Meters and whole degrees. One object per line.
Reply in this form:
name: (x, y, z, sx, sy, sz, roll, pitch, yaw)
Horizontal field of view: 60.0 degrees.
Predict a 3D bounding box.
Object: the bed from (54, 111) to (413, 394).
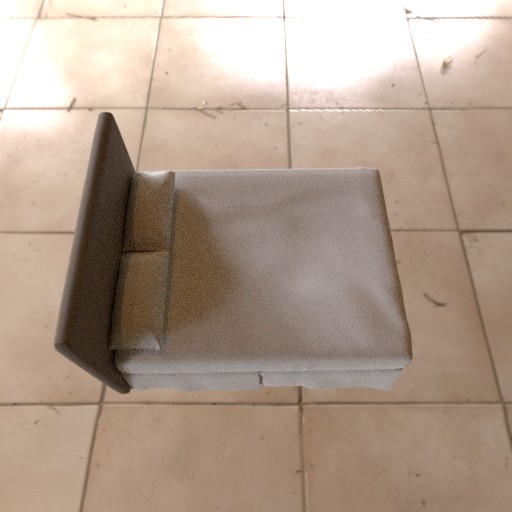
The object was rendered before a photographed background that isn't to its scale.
bed: (0.000, 0.000, 3.223, 2.142, 1.330, 1.723, -1, 63, 0)
